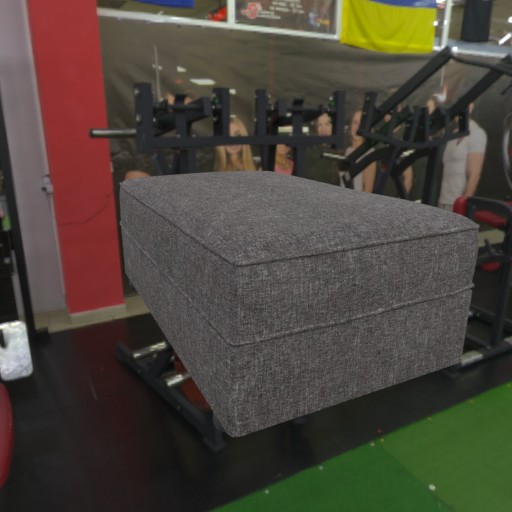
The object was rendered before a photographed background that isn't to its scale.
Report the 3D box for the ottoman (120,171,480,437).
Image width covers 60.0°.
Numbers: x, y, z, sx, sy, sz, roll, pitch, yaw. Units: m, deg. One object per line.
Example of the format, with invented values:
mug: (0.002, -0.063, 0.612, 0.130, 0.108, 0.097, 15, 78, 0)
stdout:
ottoman: (0.000, 0.000, 1.509, 0.717, 0.487, 1.184, -9, 20, -25)
